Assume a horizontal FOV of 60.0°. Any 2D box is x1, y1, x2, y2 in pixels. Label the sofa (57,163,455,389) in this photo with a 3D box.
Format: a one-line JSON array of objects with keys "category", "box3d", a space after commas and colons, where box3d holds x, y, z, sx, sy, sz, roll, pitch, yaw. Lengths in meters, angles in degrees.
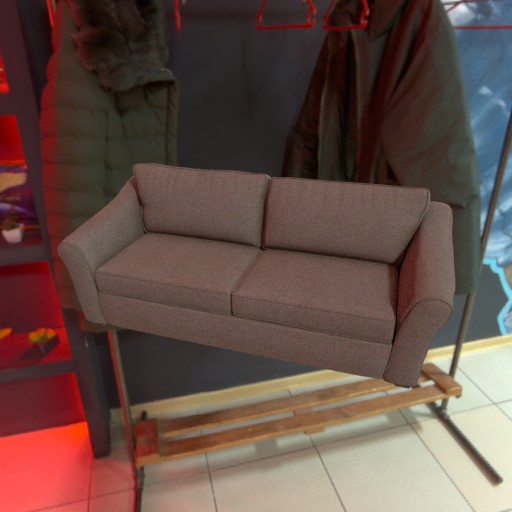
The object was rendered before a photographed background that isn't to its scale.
[{"category": "sofa", "box3d": [0.000, 0.000, 2.790, 2.270, 0.906, 0.986, 8, 28, 16]}]
